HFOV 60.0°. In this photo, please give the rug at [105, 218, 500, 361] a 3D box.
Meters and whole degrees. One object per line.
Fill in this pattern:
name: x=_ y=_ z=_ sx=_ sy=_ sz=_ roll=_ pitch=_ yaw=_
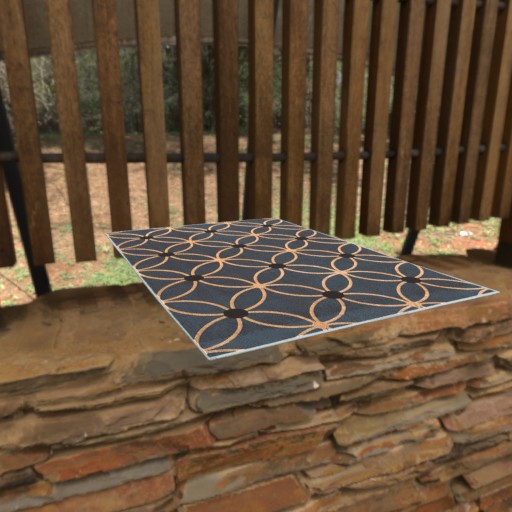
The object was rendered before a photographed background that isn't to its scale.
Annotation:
rug: x=0.000 y=0.000 z=2.815 sx=1.522 sy=0.008 sz=2.284 roll=-7 pitch=17 yaw=-26
